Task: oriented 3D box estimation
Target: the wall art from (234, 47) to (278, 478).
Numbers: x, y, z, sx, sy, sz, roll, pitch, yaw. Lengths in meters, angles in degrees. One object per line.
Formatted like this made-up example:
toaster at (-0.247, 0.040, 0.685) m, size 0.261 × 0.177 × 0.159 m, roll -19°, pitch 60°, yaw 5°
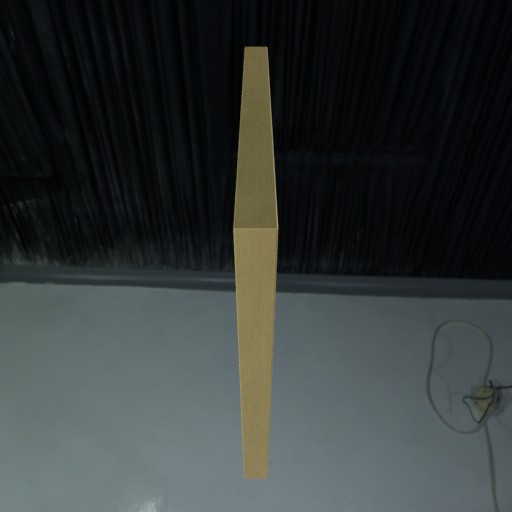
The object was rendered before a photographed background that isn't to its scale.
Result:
wall art at (0.000, 0.000, 0.736) m, size 0.038 × 0.508 × 0.508 m, roll 0°, pitch 41°, yaw 0°
